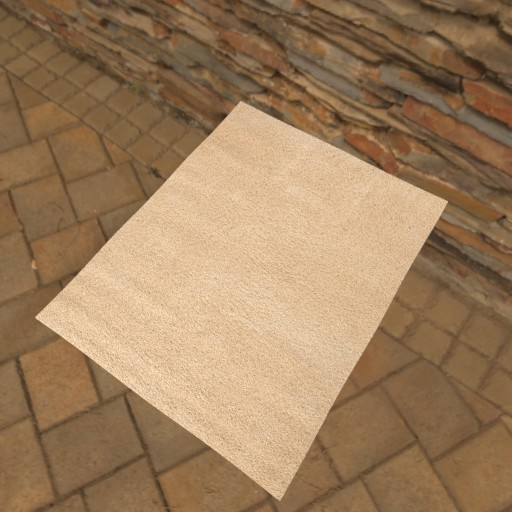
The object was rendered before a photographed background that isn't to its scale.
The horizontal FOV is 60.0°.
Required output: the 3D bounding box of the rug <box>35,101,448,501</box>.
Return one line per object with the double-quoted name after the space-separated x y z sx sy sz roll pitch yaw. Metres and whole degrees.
0.000 0.000 3.954 2.400 0.025 3.000 30 66 15 "rug"
